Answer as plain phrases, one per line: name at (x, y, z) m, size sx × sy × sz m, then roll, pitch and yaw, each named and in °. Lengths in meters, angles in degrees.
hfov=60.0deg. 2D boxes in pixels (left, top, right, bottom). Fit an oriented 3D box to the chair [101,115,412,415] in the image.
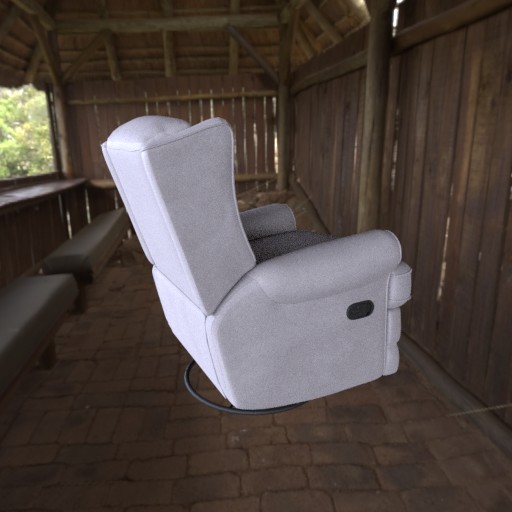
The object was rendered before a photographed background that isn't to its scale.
chair at (0.000, 0.000, 1.699) m, size 0.969 × 1.011 × 0.847 m, roll -8°, pitch 17°, yaw -26°
